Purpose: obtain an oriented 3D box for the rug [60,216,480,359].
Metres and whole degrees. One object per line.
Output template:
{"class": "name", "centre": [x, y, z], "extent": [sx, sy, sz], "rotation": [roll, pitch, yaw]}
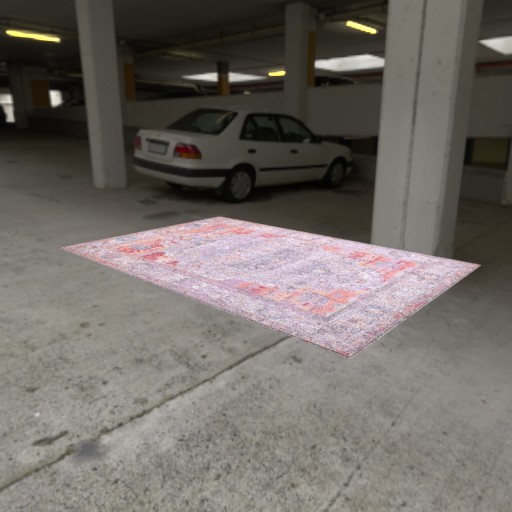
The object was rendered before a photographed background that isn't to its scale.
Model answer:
{"class": "rug", "centre": [0.000, 0.000, 2.297], "extent": [1.829, 0.005, 1.219], "rotation": [14, 21, 40]}
